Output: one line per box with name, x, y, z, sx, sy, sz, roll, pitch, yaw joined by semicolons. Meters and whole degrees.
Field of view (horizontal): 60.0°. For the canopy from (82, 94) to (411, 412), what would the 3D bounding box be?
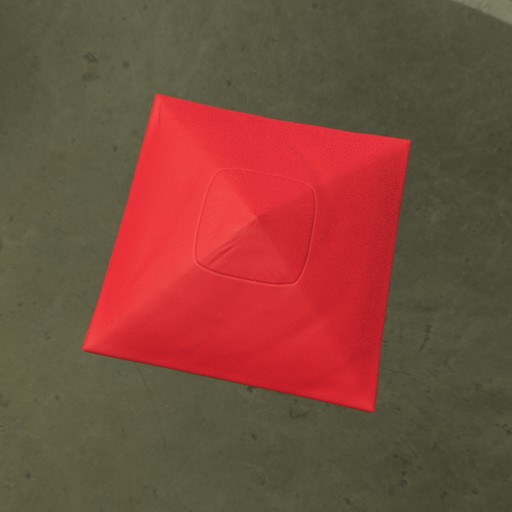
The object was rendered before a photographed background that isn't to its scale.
canopy;0.000;0.000;5.450;2.996;2.997;2.998;11;77;3
